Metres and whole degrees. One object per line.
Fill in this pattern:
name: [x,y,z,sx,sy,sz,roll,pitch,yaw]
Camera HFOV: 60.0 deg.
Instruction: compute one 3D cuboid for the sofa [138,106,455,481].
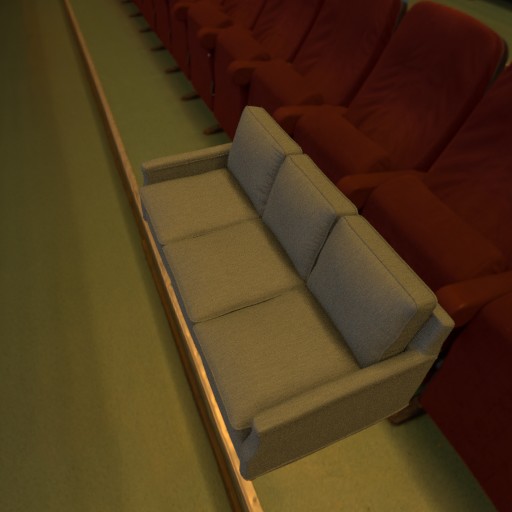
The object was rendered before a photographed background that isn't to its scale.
sofa: [0.000,0.000,2.817,1.084,1.003,2.246,-17,48,-16]
